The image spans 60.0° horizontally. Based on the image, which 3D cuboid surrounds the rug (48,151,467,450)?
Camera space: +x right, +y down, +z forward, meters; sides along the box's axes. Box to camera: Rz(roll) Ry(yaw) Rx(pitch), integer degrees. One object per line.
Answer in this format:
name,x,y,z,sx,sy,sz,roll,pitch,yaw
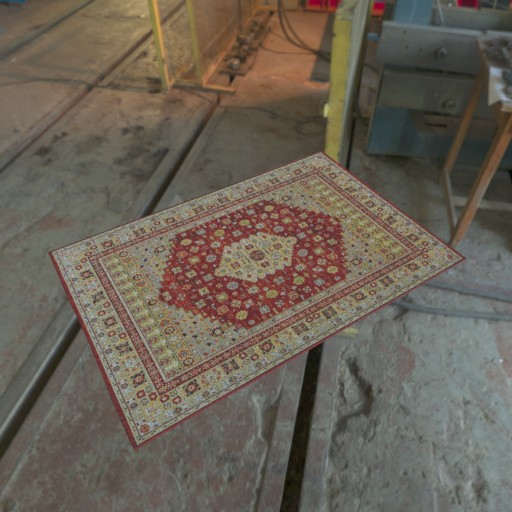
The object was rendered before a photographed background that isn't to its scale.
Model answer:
rug,0.000,0.000,2.288,1.802,0.013,1.194,-24,50,-22
